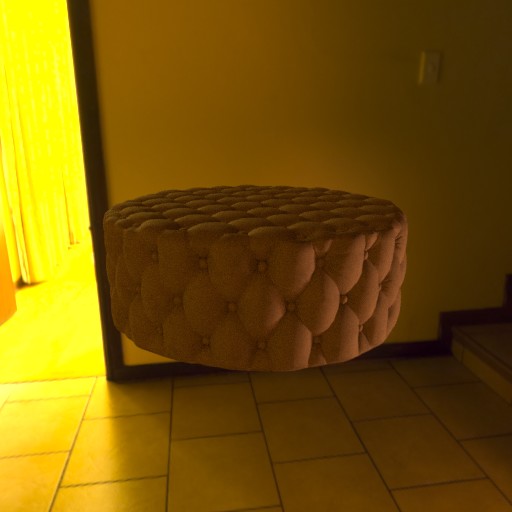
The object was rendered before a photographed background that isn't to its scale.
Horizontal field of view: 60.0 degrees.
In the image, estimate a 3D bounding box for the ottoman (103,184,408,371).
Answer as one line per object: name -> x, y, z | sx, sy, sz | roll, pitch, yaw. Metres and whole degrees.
ottoman -> 0.000, 0.000, 1.542 | 0.998, 0.399, 0.998 | 0, 16, 0
